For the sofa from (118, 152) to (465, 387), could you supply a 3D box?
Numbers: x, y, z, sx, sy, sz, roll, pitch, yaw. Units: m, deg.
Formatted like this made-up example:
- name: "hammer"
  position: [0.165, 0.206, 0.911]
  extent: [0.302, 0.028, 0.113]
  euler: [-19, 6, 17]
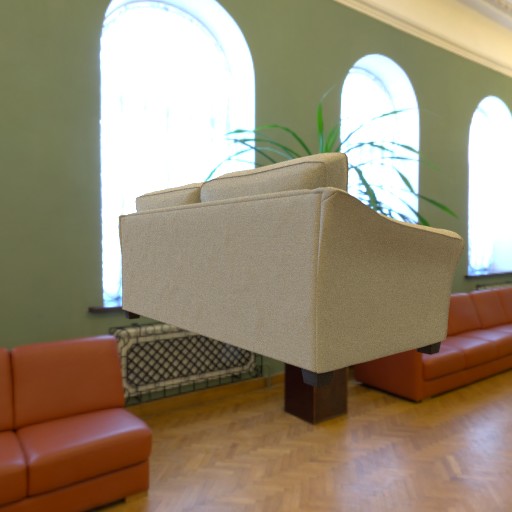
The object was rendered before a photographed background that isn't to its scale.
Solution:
- name: "sofa"
  position: [0.000, 0.000, 2.796]
  extent: [0.980, 0.965, 2.270]
  euler: [-1, 2, -37]
